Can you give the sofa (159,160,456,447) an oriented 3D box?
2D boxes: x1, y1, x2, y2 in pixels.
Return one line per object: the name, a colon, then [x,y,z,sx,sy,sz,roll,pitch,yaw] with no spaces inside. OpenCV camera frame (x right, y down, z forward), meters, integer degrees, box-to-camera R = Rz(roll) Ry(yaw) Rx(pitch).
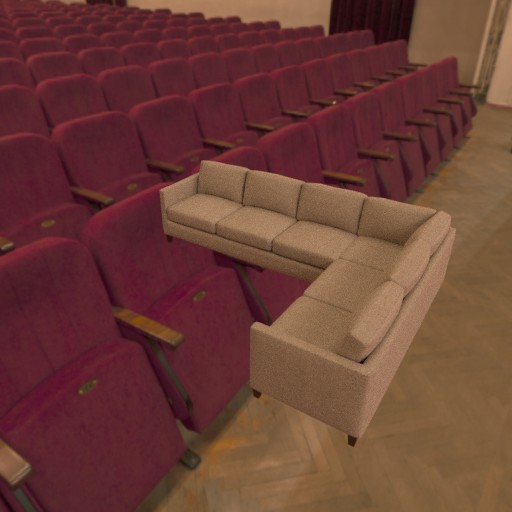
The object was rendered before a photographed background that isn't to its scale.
sofa: [0.000,0.000,4.540,3.333,0.934,2.522,18,35,28]
